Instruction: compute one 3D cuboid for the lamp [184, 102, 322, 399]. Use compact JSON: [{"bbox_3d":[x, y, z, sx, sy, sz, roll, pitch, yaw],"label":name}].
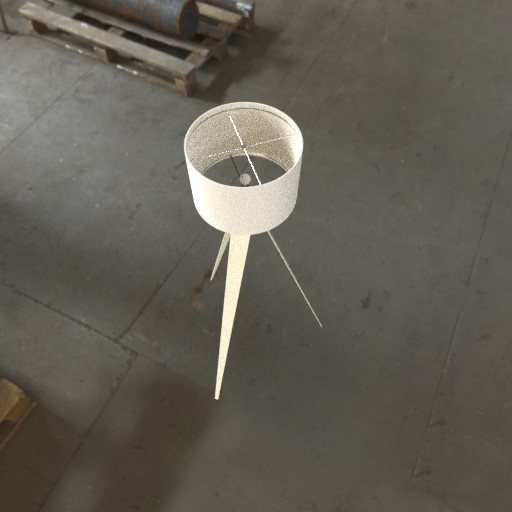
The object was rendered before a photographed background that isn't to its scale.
[{"bbox_3d":[0.000,0.000,1.985,0.716,1.524,0.724,-16,61,-10],"label":"lamp"}]
